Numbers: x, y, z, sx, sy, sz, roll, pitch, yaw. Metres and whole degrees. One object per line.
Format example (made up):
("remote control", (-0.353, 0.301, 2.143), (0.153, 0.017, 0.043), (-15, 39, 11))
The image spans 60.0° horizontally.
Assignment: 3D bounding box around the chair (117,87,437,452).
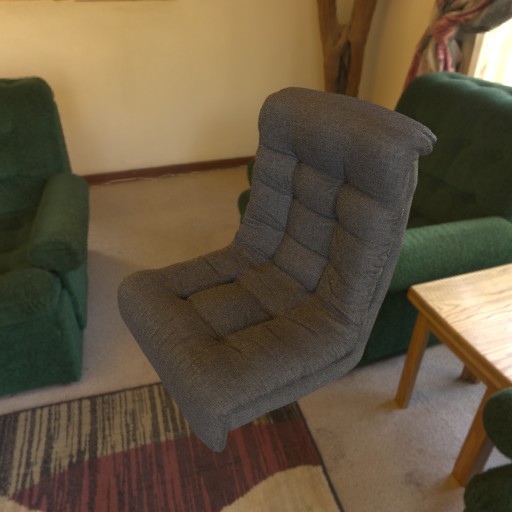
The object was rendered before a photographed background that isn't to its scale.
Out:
("chair", (0.000, 0.000, 1.197), (0.668, 0.749, 0.597), (-21, 38, -29))
